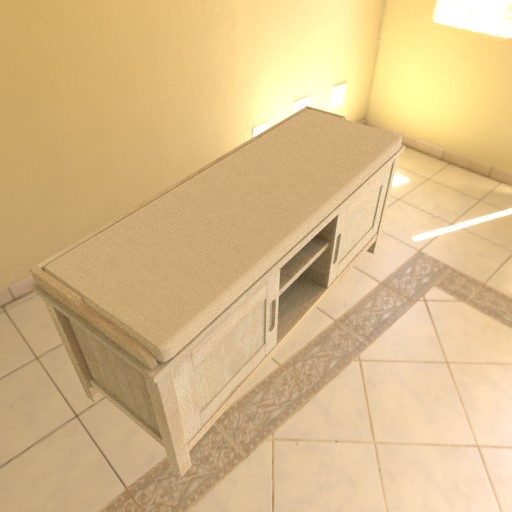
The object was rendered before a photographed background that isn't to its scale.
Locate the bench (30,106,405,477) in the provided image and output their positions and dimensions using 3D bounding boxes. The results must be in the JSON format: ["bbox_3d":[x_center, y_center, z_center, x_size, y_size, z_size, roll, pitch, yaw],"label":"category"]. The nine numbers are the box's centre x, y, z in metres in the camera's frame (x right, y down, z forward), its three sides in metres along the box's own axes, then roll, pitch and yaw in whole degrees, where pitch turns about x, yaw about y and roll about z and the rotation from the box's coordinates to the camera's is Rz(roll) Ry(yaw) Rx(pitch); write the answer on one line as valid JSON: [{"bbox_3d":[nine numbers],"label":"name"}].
[{"bbox_3d":[0.000,0.000,1.371,0.398,0.501,1.140,26,47,27],"label":"bench"}]
